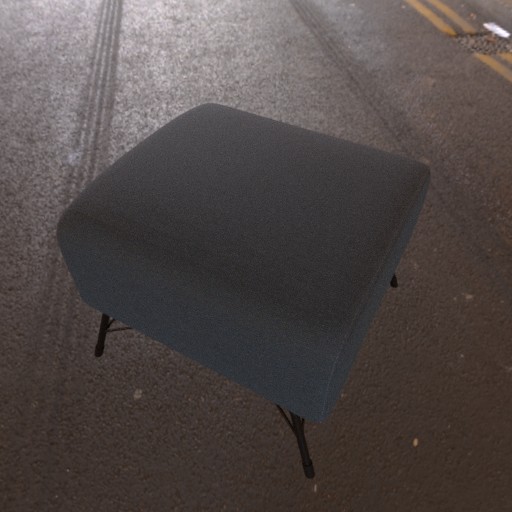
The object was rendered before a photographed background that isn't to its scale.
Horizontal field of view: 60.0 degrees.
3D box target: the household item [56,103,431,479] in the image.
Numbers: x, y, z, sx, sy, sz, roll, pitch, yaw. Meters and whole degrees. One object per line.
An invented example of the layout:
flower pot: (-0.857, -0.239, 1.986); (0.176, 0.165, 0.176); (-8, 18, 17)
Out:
household item: (0.000, 0.000, 0.896); (0.530, 0.420, 0.530); (22, 50, 20)
